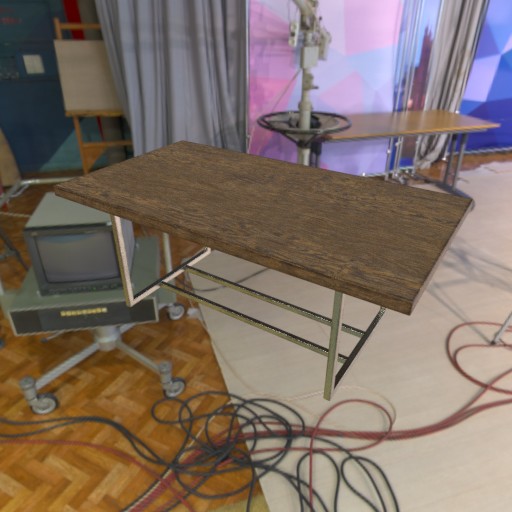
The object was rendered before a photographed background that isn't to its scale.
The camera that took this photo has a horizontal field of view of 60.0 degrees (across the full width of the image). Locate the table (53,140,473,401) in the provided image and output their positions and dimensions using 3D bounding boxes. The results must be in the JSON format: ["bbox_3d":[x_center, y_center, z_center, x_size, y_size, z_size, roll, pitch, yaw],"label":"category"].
[{"bbox_3d":[0.000,0.000,2.575,1.989,0.795,1.078,18,35,28],"label":"table"}]
